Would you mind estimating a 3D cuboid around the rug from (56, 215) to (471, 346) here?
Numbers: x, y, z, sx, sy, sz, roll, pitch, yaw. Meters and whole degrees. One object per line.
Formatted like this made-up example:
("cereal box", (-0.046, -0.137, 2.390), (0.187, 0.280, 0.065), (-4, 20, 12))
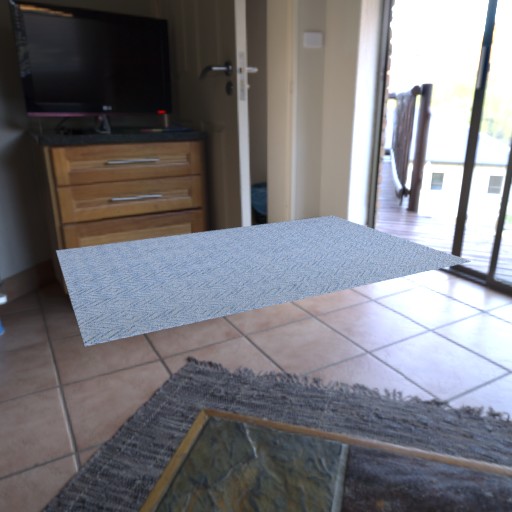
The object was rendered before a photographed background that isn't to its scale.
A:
("rug", (0.000, 0.000, 3.067), (2.441, 0.008, 1.526), (-9, 20, -26))
